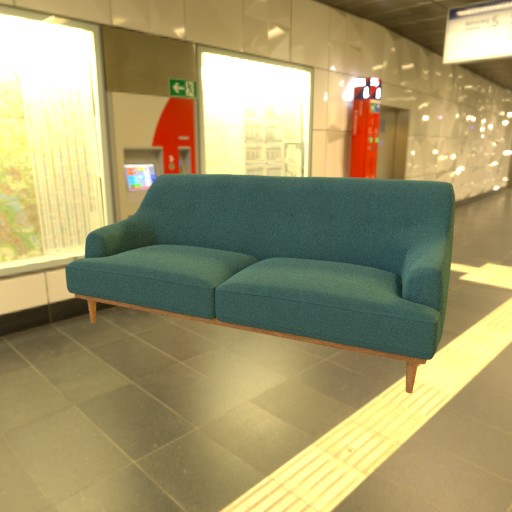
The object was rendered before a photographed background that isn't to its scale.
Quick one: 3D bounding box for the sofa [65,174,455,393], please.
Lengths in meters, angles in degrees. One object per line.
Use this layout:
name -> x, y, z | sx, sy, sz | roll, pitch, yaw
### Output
sofa -> 0.000, 0.000, 2.560 | 2.057, 0.871, 0.978 | 6, 15, 25
